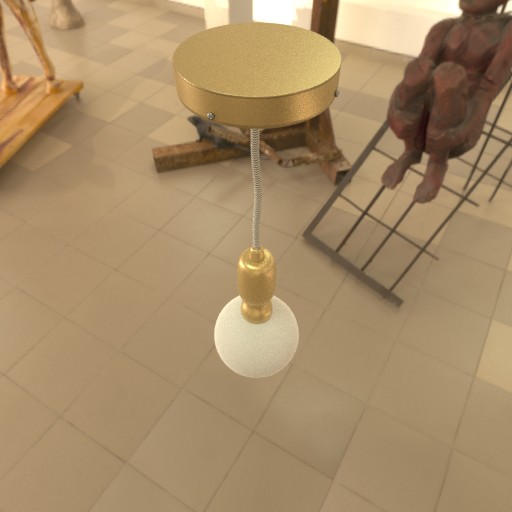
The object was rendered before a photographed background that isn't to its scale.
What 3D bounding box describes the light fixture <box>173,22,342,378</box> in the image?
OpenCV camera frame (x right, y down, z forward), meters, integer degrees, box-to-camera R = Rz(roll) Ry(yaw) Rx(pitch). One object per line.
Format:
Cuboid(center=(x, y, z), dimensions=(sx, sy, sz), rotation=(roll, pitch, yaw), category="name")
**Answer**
Cuboid(center=(0.000, 0.000, 0.566), dimensions=(0.147, 0.510, 0.146), rotation=(24, 52, 20), category="light fixture")
